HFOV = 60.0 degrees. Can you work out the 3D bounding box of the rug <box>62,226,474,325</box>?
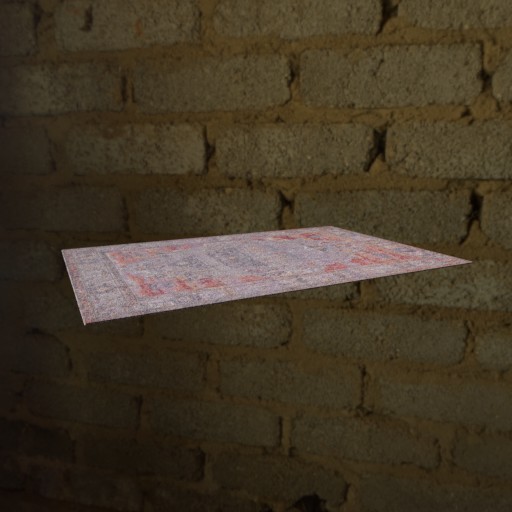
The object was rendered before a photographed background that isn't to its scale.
[{"bbox_3d":[0.000,0.000,2.347,1.829,0.005,1.219,-7,15,-26],"label":"rug"}]
